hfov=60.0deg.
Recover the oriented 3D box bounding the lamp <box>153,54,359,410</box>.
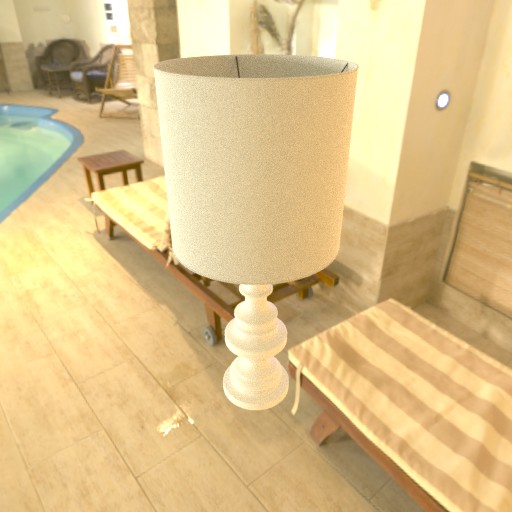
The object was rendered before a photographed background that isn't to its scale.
[{"bbox_3d":[0.000,0.000,0.570,0.208,0.455,0.208,-18,34,-29],"label":"lamp"}]
